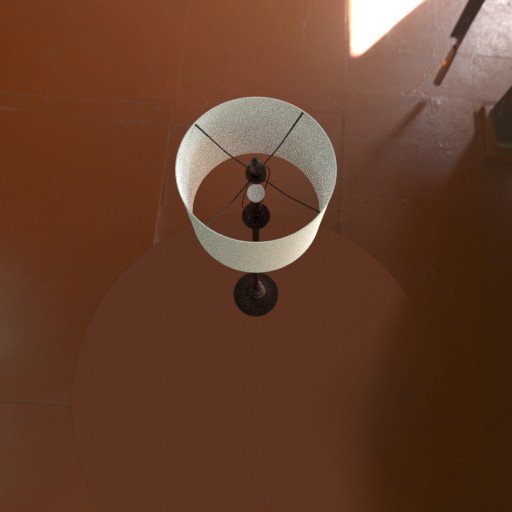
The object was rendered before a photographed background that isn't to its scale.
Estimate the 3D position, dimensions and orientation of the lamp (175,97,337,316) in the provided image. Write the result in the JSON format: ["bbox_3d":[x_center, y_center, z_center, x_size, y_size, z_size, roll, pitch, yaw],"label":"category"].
[{"bbox_3d":[0.000,0.000,1.669,0.356,1.487,0.356,37,77,10],"label":"lamp"}]
